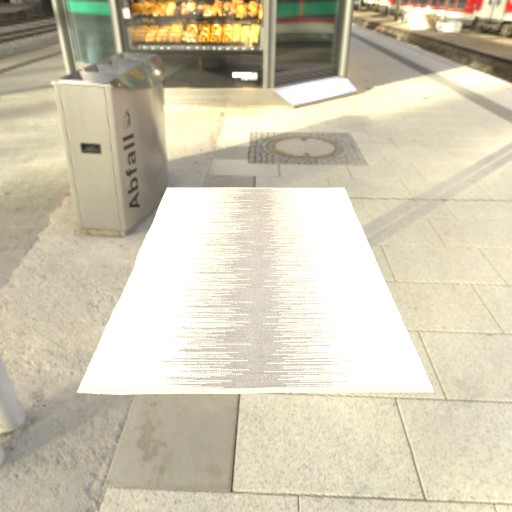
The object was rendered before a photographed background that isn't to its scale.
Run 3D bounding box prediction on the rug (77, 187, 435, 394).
[{"bbox_3d":[0.000,0.000,2.285,1.226,0.007,1.815,0,31,0],"label":"rug"}]
